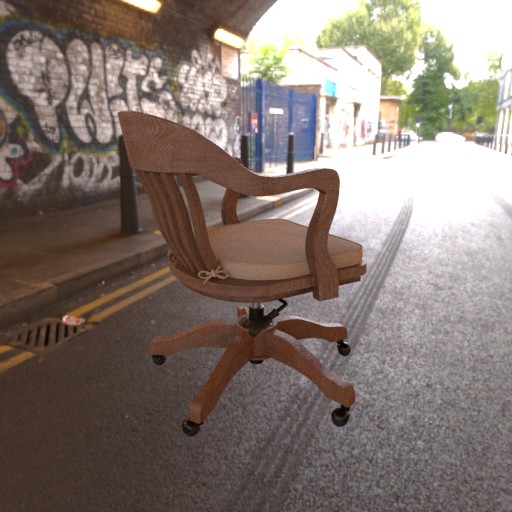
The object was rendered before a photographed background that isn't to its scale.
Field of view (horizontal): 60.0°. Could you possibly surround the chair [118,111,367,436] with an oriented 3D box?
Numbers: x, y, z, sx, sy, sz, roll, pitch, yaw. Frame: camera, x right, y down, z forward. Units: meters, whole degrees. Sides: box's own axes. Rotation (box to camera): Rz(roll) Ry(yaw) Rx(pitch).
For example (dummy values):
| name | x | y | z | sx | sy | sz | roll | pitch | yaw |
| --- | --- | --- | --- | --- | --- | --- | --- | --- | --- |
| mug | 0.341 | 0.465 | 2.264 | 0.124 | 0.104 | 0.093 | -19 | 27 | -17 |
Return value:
| name | x | y | z | sx | sy | sz | roll | pitch | yaw |
| --- | --- | --- | --- | --- | --- | --- | --- | --- | --- |
| chair | 0.000 | 0.000 | 1.433 | 0.788 | 0.878 | 0.750 | -8 | 18 | -27 |
